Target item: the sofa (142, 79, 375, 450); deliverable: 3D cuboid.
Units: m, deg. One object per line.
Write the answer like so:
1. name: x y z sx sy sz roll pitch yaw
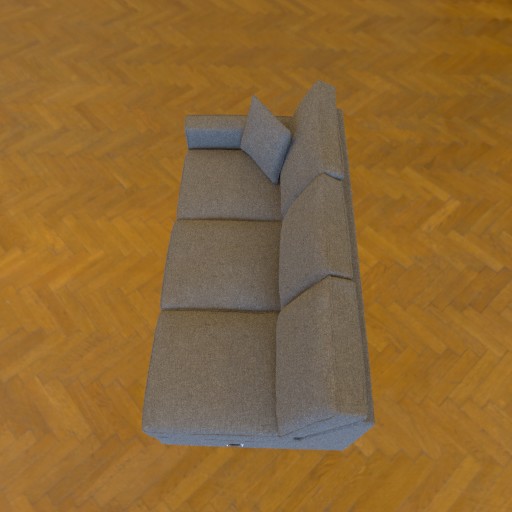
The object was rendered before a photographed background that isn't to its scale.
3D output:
1. sofa: 0.000 0.000 2.536 1.034 0.946 1.963 2 58 1
